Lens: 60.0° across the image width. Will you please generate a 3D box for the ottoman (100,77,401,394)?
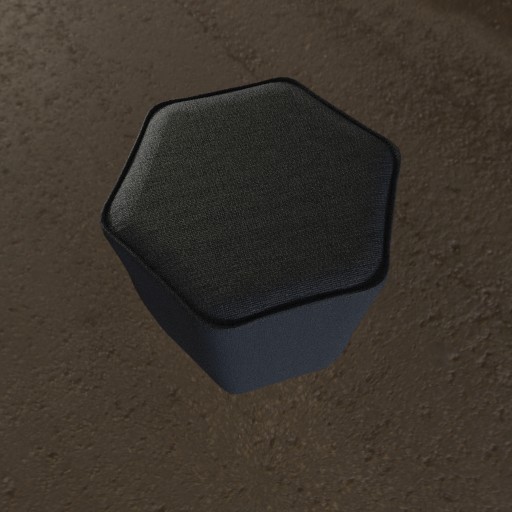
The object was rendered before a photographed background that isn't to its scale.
[{"bbox_3d":[0.000,0.000,0.902,0.454,0.505,0.492,15,64,8],"label":"ottoman"}]
